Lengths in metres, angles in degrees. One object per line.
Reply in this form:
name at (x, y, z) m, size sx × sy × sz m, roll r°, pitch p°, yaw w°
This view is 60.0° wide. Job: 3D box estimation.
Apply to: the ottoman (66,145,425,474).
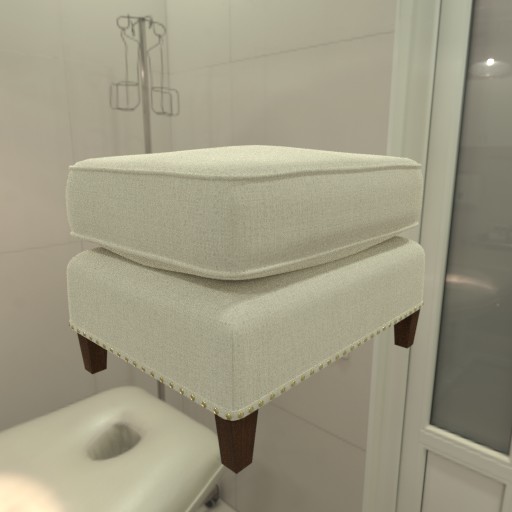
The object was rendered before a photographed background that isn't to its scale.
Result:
ottoman at (0.000, 0.000, 1.105) m, size 0.589 × 0.537 × 0.738 m, roll 12°, pitch 18°, yaw 41°
